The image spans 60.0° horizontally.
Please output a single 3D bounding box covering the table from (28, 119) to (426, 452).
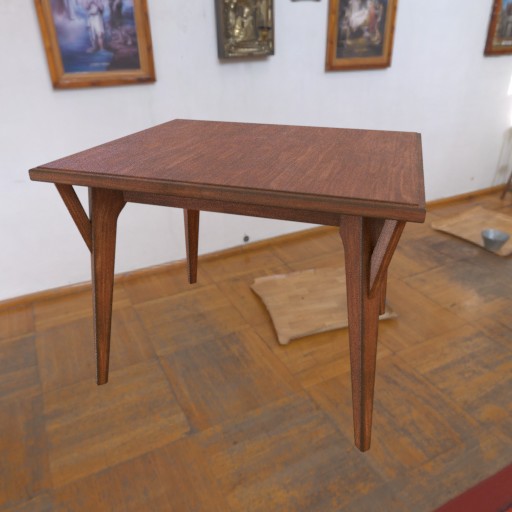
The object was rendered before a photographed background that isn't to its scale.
[{"bbox_3d":[0.000,0.000,1.552,0.991,0.761,0.838,8,27,16],"label":"table"}]
